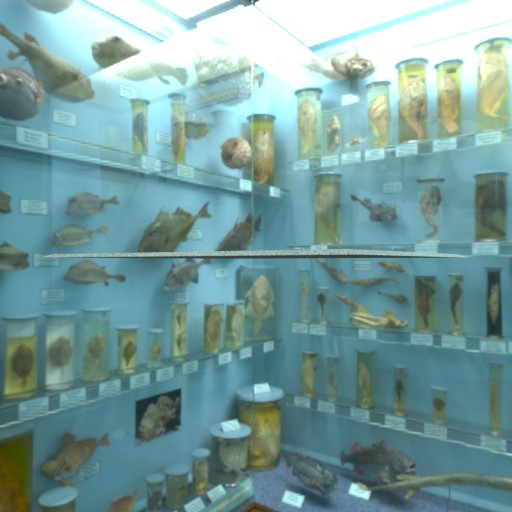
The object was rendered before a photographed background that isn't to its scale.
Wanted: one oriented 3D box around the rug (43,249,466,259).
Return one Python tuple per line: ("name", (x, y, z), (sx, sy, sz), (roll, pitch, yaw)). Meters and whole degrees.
("rug", (0.000, 0.000, 3.813), (2.933, 0.027, 2.332), (-1, -1, 38))
